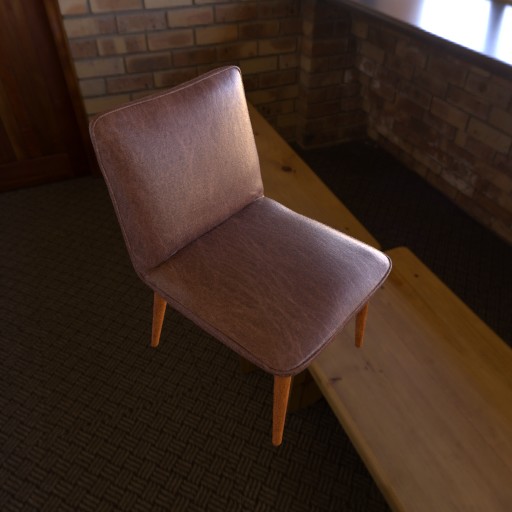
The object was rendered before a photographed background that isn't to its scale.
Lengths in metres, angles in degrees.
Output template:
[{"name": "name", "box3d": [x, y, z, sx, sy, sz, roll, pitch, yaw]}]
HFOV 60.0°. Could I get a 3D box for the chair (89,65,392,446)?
[{"name": "chair", "box3d": [0.000, 0.000, 1.228, 0.645, 0.803, 0.543, 26, 47, 26]}]
